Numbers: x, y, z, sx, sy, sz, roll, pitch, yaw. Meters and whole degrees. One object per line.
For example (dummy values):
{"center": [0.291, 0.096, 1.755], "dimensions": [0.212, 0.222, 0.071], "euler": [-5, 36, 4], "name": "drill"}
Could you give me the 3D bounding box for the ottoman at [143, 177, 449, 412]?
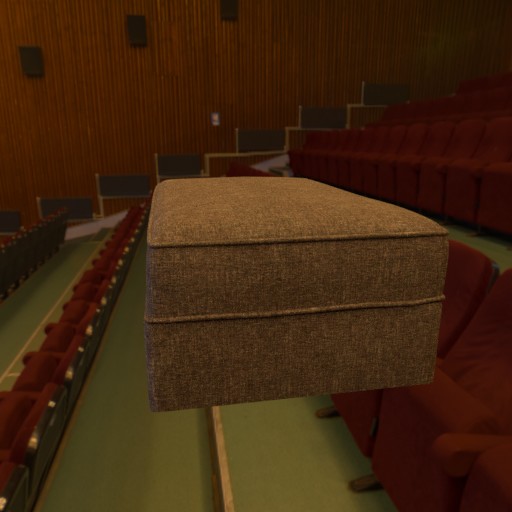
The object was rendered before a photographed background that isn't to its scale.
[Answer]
{"center": [0.000, 0.000, 1.542], "dimensions": [0.717, 0.487, 1.184], "euler": [-3, 16, -10], "name": "ottoman"}
